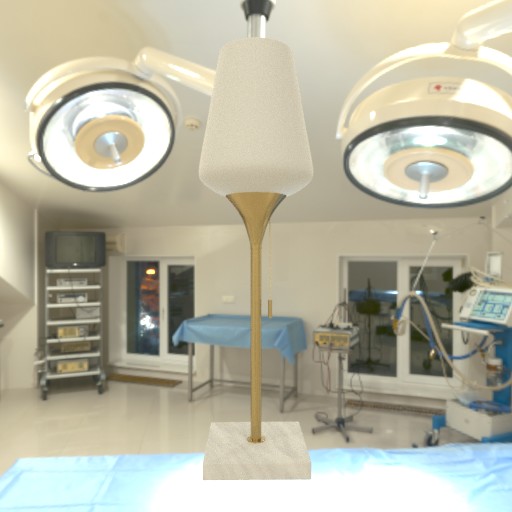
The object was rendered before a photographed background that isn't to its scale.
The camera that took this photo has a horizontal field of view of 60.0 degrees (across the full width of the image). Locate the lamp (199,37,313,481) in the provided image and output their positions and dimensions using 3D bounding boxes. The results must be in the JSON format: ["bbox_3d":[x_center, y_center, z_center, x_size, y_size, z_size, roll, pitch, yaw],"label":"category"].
[{"bbox_3d":[0.000,0.000,0.704,0.181,0.639,0.181,0,0,-1],"label":"lamp"}]
